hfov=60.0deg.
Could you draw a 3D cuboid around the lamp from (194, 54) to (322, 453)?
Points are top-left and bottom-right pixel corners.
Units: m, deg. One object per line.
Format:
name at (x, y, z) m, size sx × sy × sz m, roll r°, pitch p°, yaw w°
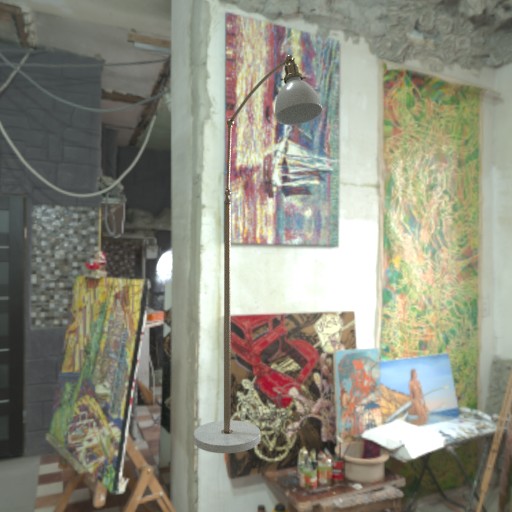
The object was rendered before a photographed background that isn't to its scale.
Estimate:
lamp at (0.000, 0.000, 1.841) m, size 0.599 × 1.586 × 0.288 m, roll -1°, pitch -1°, yaw 37°
